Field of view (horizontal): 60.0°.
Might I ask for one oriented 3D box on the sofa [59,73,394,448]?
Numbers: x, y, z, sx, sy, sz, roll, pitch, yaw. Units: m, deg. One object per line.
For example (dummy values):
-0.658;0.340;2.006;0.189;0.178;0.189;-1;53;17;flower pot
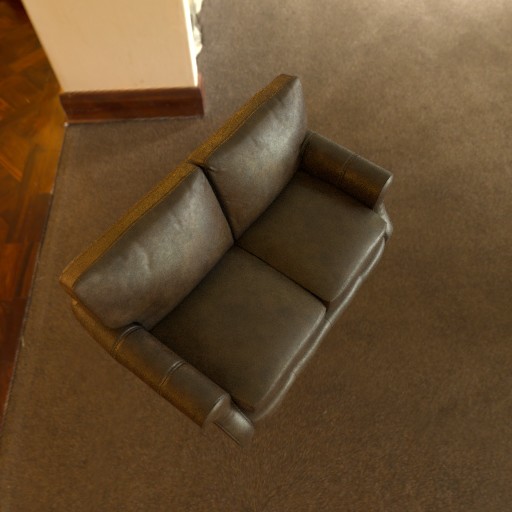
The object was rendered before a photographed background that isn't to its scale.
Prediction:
0.000;0.000;2.242;0.990;0.976;1.616;33;65;18;sofa
